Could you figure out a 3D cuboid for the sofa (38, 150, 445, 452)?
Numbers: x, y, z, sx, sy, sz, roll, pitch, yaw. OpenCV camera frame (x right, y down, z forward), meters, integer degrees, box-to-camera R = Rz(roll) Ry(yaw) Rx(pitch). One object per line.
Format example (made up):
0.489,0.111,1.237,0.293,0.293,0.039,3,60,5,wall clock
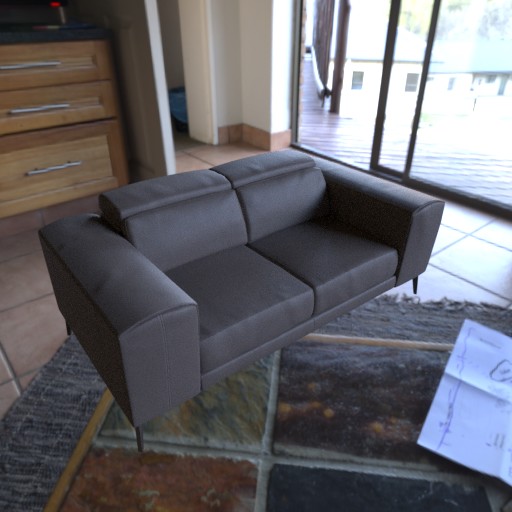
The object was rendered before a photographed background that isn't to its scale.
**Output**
0.000,0.000,2.370,1.895,0.779,1.003,-21,36,-32,sofa
